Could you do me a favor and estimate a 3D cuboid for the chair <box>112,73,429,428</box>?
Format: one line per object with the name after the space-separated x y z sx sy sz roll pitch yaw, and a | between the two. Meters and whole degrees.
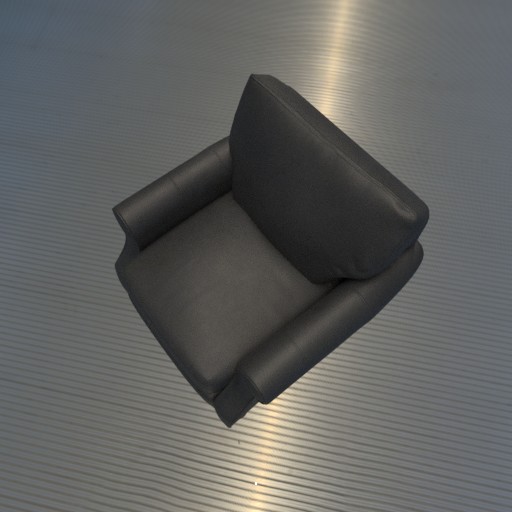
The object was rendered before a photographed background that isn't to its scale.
0.000 0.000 1.791 1.027 0.960 1.015 -31 67 -15 | chair
